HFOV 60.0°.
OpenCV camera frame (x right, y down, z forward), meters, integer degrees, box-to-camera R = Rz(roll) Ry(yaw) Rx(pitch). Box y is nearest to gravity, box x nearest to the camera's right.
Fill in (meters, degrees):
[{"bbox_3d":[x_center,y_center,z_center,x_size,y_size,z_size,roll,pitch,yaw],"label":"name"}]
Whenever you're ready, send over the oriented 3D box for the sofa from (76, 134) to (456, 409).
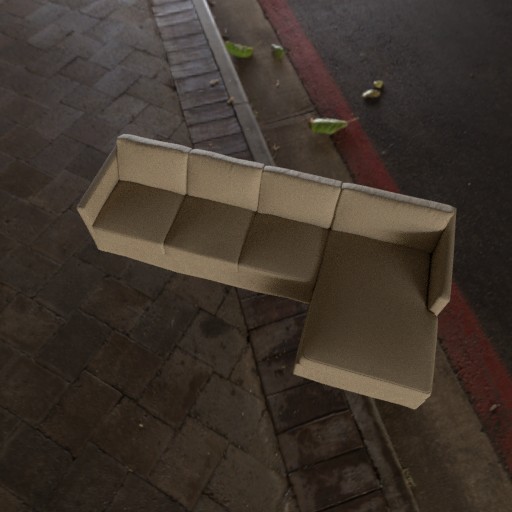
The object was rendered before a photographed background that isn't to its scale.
[{"bbox_3d":[0.000,0.000,3.863,3.206,0.871,1.622,14,59,8],"label":"sofa"}]
